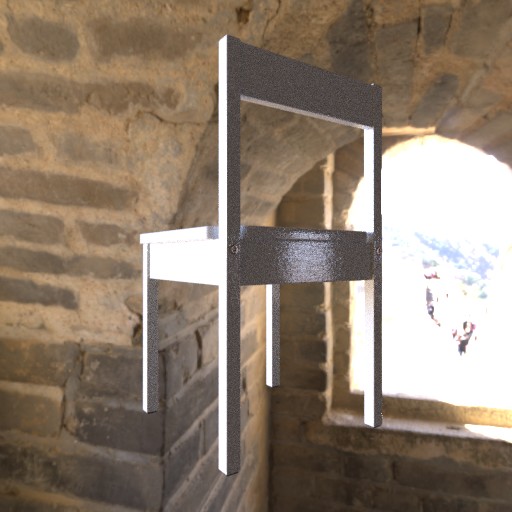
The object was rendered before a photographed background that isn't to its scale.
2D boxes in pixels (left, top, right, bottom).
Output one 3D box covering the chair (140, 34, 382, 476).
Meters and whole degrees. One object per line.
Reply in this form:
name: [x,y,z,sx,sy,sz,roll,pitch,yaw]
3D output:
chair: [0.000,0.000,0.913,0.367,0.668,0.361,0,0,-35]
